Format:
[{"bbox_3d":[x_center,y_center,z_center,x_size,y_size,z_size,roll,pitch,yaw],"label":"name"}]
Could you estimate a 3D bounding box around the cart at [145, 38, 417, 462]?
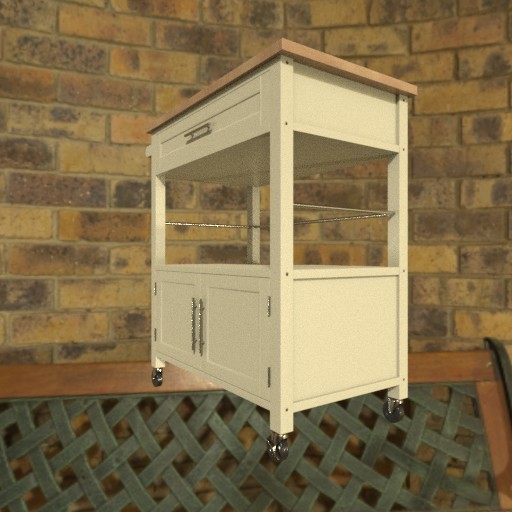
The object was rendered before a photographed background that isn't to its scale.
[{"bbox_3d":[0.000,0.000,1.389,0.459,0.901,0.840,0,0,-35],"label":"cart"}]
